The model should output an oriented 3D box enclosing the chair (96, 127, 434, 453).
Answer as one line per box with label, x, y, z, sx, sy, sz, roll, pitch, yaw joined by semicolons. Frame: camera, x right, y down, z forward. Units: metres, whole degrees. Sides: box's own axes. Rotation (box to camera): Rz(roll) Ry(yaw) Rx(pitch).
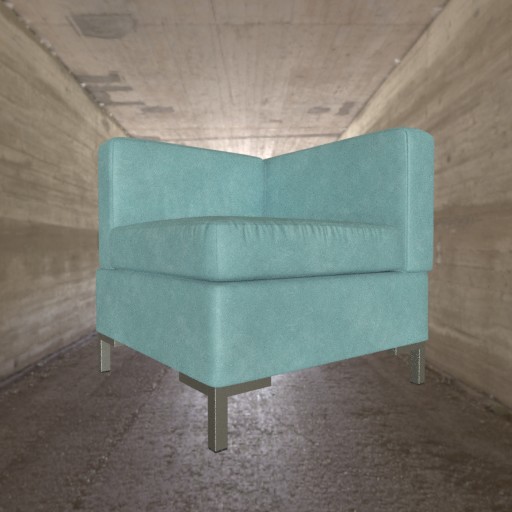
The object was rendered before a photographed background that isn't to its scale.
chair;0.000;0.000;1.191;0.680;0.660;0.680;-1;2;-37
